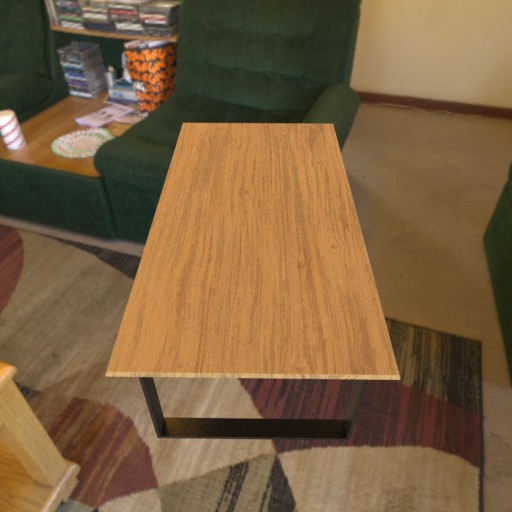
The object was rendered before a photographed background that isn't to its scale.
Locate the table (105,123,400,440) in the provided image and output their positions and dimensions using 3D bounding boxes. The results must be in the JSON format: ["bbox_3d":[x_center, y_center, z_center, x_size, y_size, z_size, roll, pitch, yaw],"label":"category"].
[{"bbox_3d":[0.000,0.000,1.677,0.693,0.445,1.331,0,42,1],"label":"table"}]
